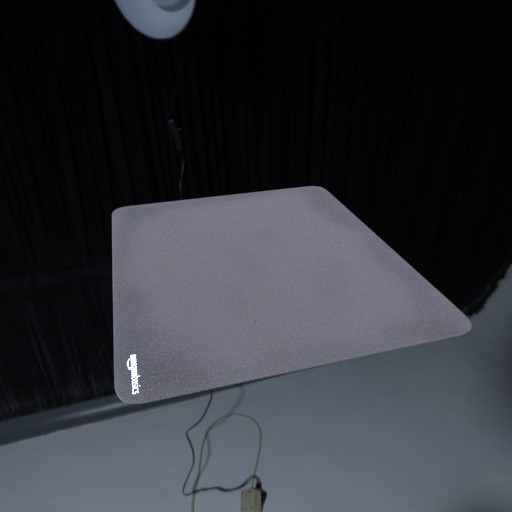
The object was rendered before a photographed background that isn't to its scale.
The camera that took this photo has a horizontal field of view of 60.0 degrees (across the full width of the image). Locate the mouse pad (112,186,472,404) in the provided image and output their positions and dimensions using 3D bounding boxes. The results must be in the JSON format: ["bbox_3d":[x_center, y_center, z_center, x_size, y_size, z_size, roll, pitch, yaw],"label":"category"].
[{"bbox_3d":[0.000,0.000,0.632,0.393,0.002,0.451,-8,32,-14],"label":"mouse pad"}]
